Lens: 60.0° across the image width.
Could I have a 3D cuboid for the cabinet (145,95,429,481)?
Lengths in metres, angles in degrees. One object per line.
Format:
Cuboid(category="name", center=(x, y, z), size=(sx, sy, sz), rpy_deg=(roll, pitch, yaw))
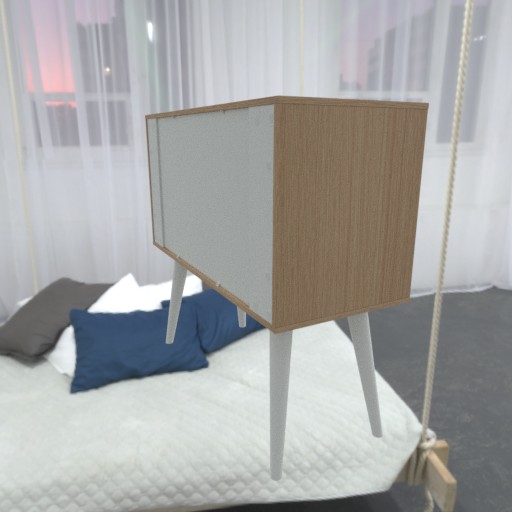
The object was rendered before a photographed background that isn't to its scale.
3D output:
Cuboid(category="cabinet", center=(0.000, 0.000, 1.627), size=(0.470, 1.016, 1.057), rpy_deg=(-8, 17, -28))
